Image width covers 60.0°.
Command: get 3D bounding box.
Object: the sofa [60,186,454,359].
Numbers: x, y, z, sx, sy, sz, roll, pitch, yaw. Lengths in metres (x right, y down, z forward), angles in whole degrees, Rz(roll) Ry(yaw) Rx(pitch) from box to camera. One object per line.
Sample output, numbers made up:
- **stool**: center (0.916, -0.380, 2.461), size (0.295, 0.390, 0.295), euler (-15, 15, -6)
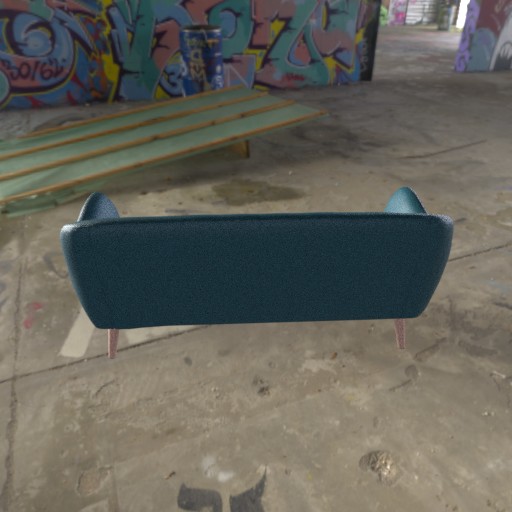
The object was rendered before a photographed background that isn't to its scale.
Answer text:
- **sofa**: center (0.000, 0.000, 2.313), size (1.840, 0.836, 0.820), euler (-1, 31, -2)
